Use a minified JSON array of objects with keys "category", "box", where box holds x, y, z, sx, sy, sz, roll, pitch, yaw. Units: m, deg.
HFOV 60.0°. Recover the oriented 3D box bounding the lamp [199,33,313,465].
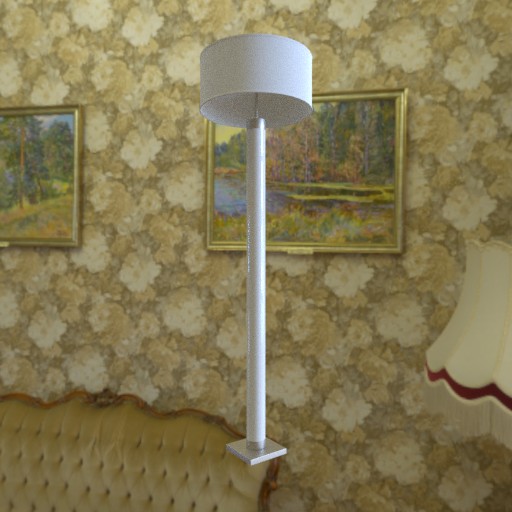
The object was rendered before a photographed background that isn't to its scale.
[{"category":"lamp","box":[0.000,0.000,1.661,0.420,1.475,0.420,0,0,-36]}]
